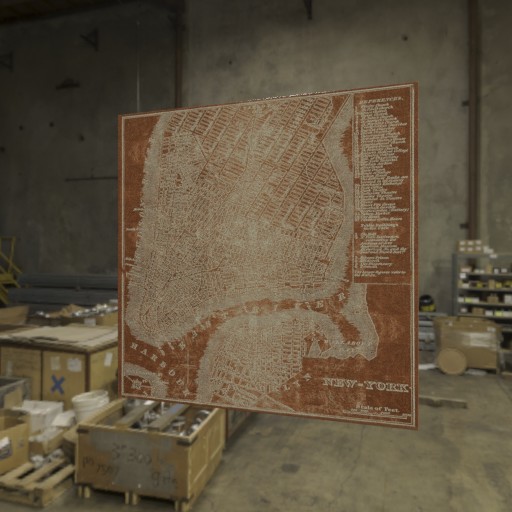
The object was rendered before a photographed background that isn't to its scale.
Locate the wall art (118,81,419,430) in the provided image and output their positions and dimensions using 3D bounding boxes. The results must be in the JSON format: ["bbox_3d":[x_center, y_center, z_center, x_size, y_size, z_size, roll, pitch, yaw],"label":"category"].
[{"bbox_3d":[0.000,0.000,0.587,0.403,0.403,0.035,0,0,18],"label":"wall art"}]
